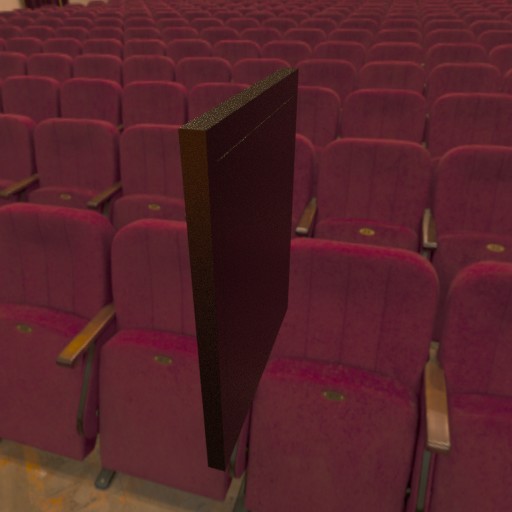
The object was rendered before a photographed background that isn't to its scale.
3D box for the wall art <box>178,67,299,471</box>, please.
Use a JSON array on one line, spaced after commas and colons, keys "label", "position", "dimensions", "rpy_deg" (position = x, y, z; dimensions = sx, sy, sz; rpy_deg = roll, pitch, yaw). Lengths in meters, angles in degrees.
[{"label": "wall art", "position": [0.000, 0.000, 0.782], "dimensions": [0.031, 0.558, 0.461], "rpy_deg": [9, 32, 14]}]
